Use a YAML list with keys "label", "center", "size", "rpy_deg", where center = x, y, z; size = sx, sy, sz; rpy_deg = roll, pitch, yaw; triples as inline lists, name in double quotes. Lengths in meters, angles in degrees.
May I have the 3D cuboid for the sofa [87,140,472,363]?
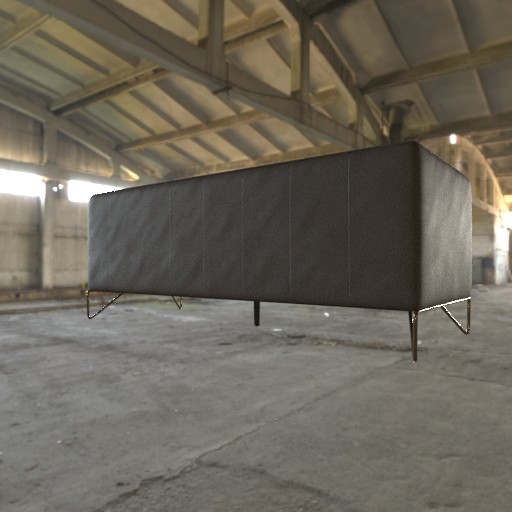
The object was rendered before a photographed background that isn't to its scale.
- label: "sofa"
  center: [0.000, 0.000, 2.500]
  size: [2.087, 0.789, 0.867]
  rpy_deg: [-1, -1, 37]
